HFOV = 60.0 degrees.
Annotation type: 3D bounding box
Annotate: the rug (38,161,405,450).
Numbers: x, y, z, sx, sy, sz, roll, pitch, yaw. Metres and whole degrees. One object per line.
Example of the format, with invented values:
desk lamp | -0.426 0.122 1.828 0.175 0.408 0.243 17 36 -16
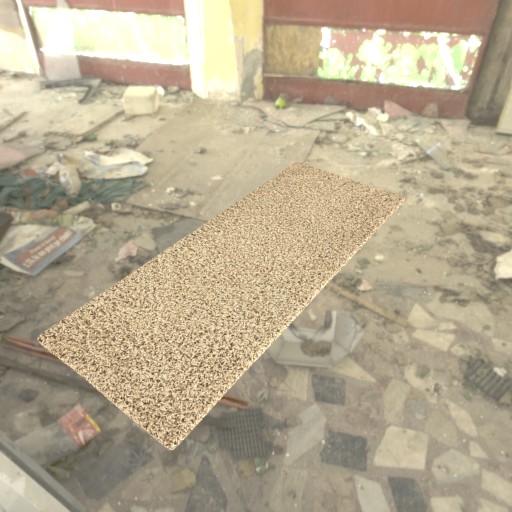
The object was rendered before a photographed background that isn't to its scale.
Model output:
rug | 0.000 0.000 1.745 0.609 0.030 1.524 25 45 28
